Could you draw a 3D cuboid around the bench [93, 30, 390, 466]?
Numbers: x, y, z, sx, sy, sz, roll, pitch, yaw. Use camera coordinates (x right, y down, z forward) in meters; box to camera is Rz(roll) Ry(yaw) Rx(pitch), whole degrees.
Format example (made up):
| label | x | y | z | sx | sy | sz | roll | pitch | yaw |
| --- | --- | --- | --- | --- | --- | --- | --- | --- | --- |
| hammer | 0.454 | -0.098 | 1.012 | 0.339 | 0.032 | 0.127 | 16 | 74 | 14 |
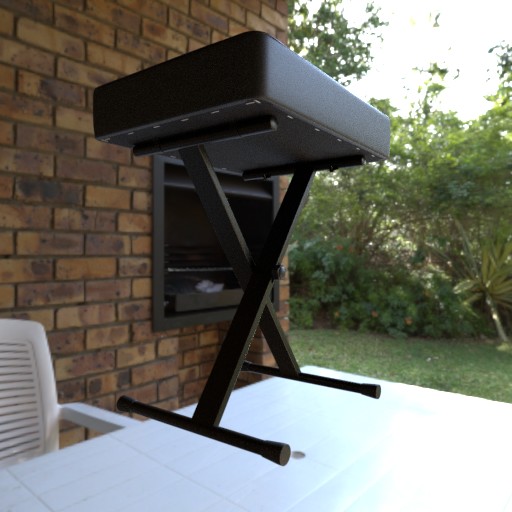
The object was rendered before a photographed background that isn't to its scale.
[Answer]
| label | x | y | z | sx | sy | sz | roll | pitch | yaw |
| --- | --- | --- | --- | --- | --- | --- | --- | --- | --- |
| bench | 0.000 | 0.000 | 0.744 | 0.321 | 0.500 | 0.424 | 0 | 0 | 36 |
